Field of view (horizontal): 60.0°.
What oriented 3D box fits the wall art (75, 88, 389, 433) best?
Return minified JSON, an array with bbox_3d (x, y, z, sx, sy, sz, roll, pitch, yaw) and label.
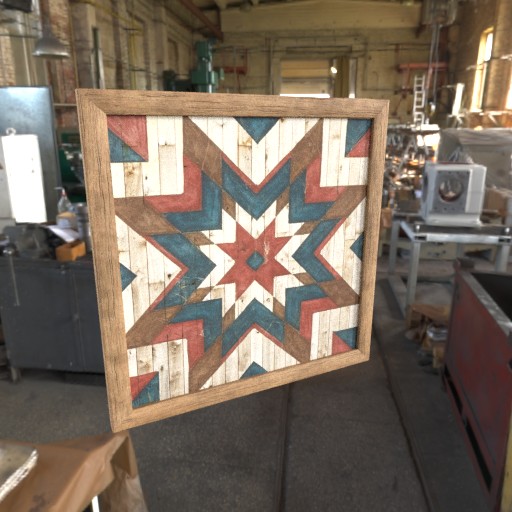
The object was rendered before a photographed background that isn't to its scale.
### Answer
[{"bbox_3d":[0.000,0.000,1.010,0.695,0.691,0.029,-8,18,-25],"label":"wall art"}]
